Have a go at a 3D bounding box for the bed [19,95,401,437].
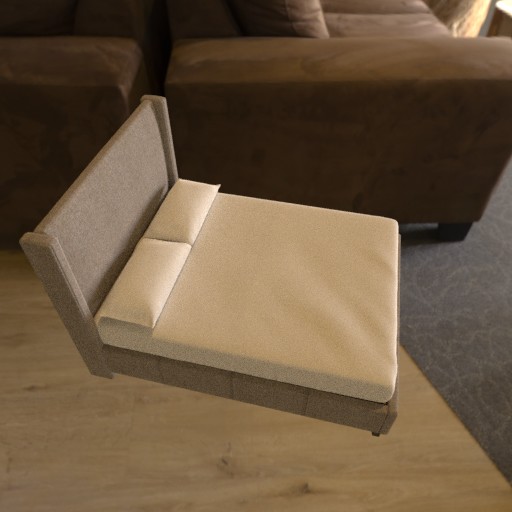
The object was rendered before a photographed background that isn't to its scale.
[{"bbox_3d":[0.000,0.000,3.308,2.245,1.476,1.714,10,47,9],"label":"bed"}]
